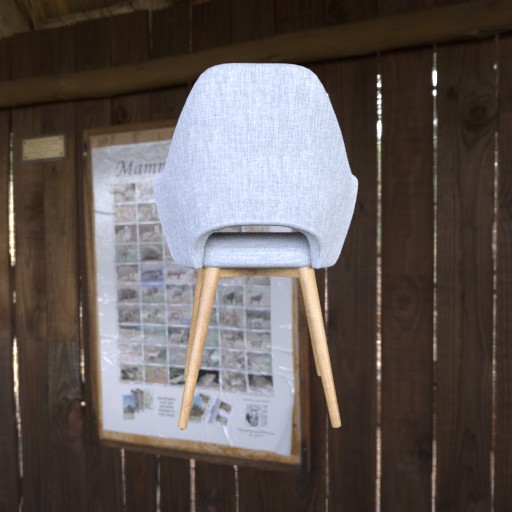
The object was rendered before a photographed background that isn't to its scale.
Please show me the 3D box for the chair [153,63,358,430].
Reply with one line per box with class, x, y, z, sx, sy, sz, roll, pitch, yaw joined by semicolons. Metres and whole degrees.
chair;0.000;0.000;1.247;0.590;0.840;0.610;0;1;-1
